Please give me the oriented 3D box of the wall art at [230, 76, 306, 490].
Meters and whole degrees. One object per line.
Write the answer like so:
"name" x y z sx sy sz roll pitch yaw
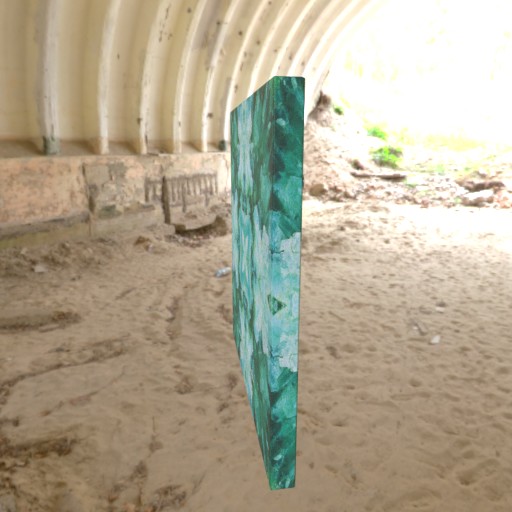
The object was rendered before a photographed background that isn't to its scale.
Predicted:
"wall art" 0.000 0.000 0.762 0.038 0.508 0.507 -2 14 -8
